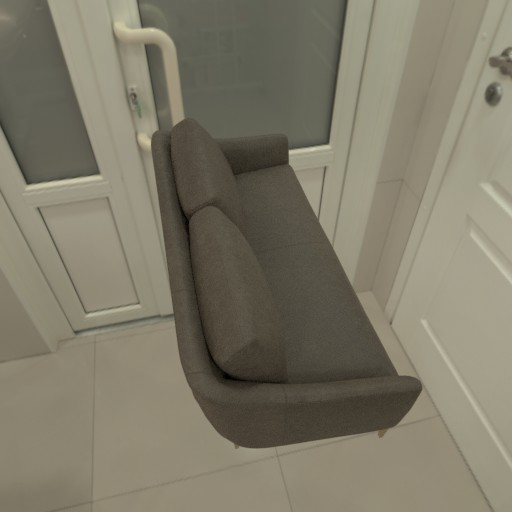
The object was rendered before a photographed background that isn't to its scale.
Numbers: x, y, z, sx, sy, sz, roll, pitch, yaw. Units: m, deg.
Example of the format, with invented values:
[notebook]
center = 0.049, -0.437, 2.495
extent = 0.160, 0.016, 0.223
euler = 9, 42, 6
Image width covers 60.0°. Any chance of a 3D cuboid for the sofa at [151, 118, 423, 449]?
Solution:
[sofa]
center = 0.000, 0.000, 2.505
extent = 0.960, 0.902, 2.036
euler = -10, 47, -9
